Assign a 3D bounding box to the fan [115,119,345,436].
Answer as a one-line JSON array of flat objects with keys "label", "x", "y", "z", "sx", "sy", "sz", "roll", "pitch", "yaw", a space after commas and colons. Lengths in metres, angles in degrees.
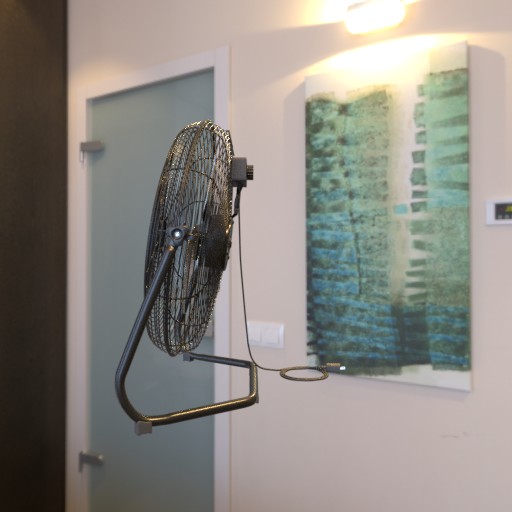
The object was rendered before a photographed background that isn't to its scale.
[{"label": "fan", "x": 0.000, "y": 0.000, "z": 1.023, "sx": 0.470, "sy": 0.605, "sz": 0.595, "roll": 0, "pitch": 0, "yaw": 0}]
